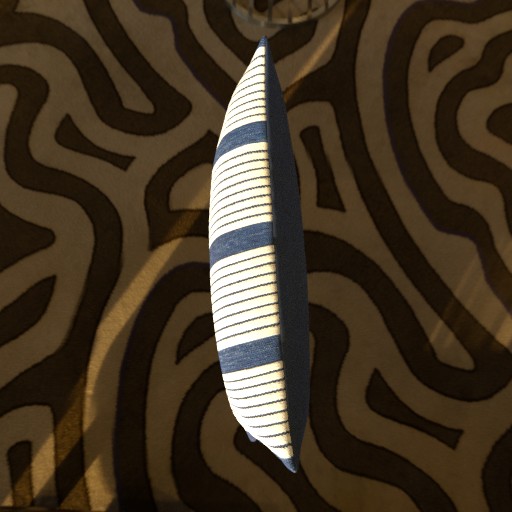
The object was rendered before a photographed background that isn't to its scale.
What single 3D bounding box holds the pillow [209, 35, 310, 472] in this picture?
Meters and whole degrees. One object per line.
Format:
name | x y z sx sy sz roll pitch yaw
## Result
pillow | 0.000 0.000 0.730 0.156 0.292 0.608 -3 76 -1
